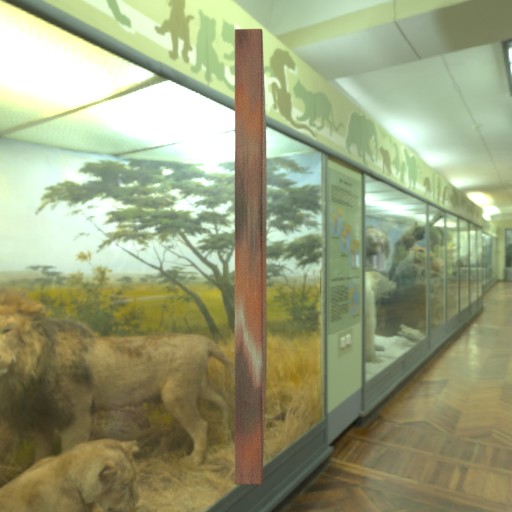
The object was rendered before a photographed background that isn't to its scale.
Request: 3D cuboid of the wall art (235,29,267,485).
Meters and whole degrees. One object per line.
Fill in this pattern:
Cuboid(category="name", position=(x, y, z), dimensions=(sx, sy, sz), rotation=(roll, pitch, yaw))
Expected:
Cuboid(category="wall art", position=(0.000, 0.000, 0.891), dimensions=(0.037, 0.609, 0.603), rotation=(0, 0, 2))
